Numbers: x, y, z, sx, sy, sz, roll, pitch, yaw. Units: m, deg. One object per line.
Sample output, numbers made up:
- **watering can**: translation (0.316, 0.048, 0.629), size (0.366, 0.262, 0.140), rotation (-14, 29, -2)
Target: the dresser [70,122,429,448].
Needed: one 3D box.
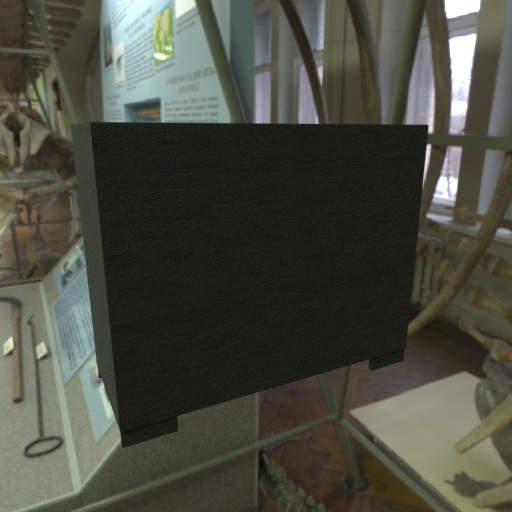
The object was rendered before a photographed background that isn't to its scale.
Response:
- **dresser**: translation (0.000, 0.000, 1.433), size (0.994, 0.816, 0.404), rotation (-8, 18, -26)
